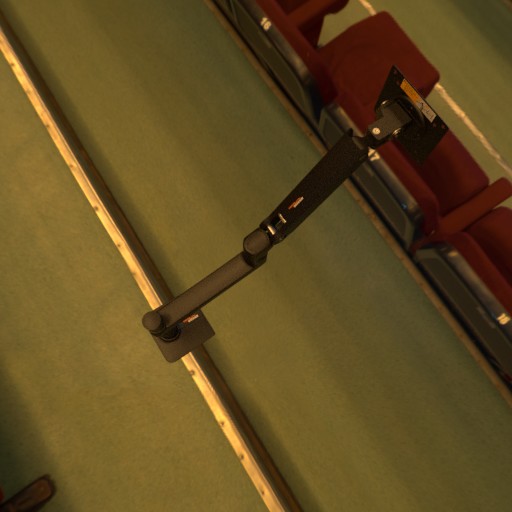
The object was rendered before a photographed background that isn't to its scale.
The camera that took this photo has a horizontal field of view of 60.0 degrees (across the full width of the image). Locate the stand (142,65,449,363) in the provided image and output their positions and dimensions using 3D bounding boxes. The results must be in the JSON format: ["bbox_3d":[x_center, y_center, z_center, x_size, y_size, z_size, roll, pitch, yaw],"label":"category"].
[{"bbox_3d":[0.000,0.000,1.027,0.650,0.713,0.152,-32,77,-8],"label":"stand"}]
